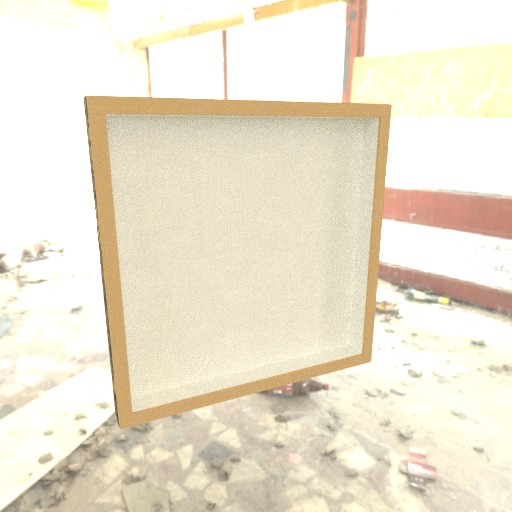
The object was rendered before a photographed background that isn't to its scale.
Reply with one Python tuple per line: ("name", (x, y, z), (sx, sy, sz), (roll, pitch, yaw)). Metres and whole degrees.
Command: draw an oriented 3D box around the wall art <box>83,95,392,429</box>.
("wall art", (0.000, 0.000, 0.612), (0.405, 0.405, 0.038), (-7, 18, -24))
